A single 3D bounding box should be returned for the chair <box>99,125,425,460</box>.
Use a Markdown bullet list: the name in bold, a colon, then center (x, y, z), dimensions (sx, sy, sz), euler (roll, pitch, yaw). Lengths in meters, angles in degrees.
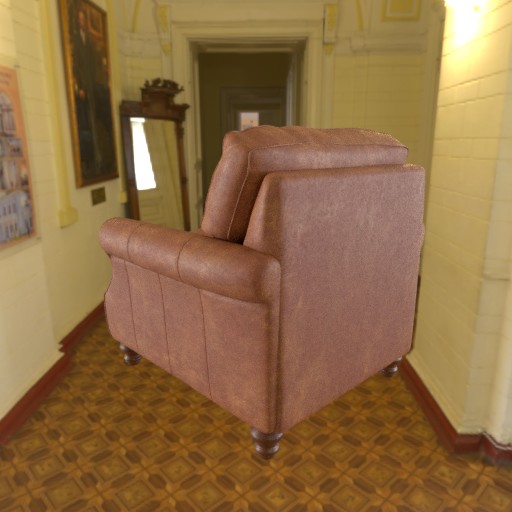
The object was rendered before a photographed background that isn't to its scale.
- **chair**: center (0.000, 0.000, 1.741), dimensions (0.983, 0.962, 0.986), euler (-13, 19, -42)
